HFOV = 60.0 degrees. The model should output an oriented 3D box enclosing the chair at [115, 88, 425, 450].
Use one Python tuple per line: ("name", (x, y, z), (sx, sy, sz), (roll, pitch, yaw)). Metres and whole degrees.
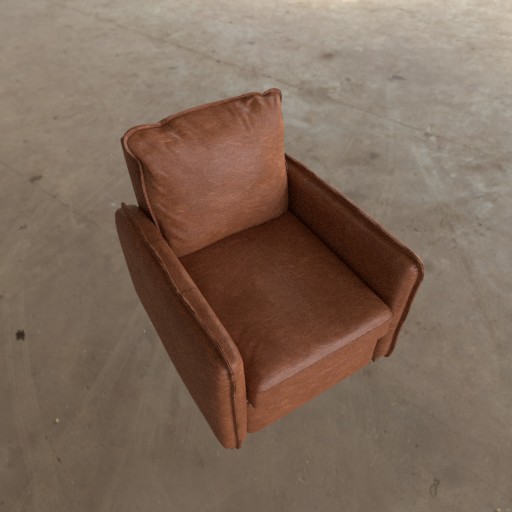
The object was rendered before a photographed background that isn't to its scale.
("chair", (0.000, 0.000, 1.643), (0.830, 0.922, 0.922), (-24, 51, -21))
